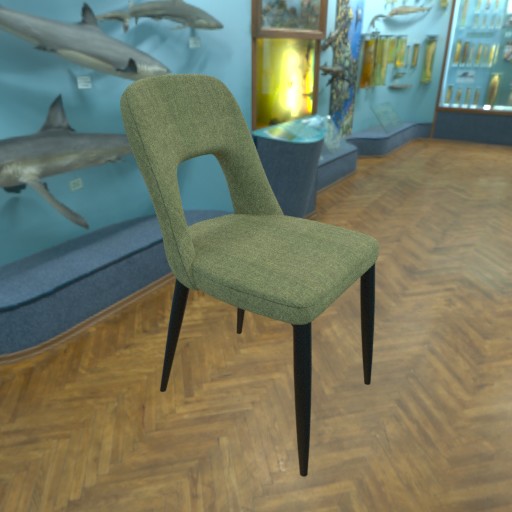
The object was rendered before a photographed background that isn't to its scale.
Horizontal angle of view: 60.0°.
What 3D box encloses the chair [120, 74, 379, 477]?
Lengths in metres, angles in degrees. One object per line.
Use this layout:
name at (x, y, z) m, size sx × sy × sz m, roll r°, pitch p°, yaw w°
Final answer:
chair at (0.000, 0.000, 1.248) m, size 0.612 × 0.931 × 0.470 m, roll 17°, pitch 30°, yaw 32°
